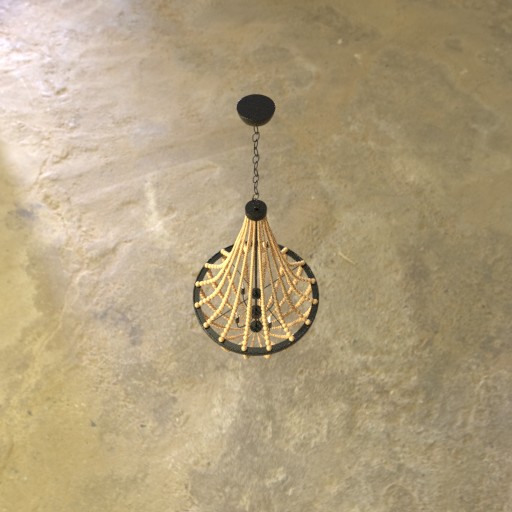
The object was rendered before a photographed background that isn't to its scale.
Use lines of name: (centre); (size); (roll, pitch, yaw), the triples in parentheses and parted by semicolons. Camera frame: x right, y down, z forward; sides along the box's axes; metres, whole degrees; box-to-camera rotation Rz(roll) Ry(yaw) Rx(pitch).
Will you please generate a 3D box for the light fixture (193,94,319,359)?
light fixture: (0.000, 0.000, 1.368); (0.450, 1.133, 0.450); (0, 58, 0)
